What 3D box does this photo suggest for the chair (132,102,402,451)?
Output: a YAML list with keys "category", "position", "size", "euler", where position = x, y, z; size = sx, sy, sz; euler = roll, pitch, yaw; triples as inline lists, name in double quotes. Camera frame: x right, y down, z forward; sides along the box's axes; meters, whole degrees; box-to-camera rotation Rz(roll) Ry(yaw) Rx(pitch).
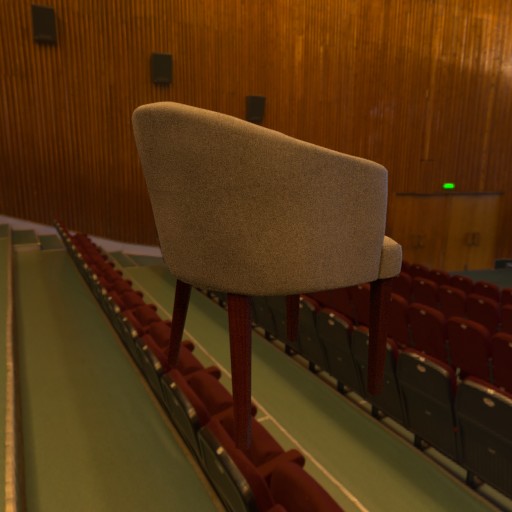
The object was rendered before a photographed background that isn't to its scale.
- category: "chair"
  position: [0.000, 0.000, 1.296]
  size: [0.655, 0.811, 0.583]
  euler: [-7, 14, -28]
